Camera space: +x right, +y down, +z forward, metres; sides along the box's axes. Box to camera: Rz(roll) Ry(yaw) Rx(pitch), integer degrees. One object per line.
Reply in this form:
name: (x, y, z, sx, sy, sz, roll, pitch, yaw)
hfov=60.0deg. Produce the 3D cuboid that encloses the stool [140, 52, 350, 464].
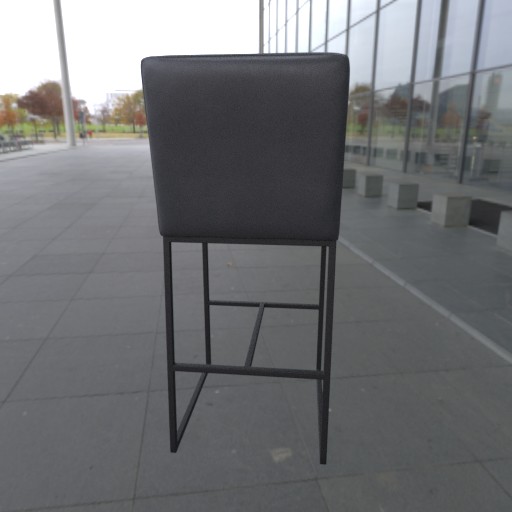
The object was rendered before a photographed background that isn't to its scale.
stool: (0.000, 0.000, 1.316, 0.457, 1.040, 0.552, 2, 16, 6)
